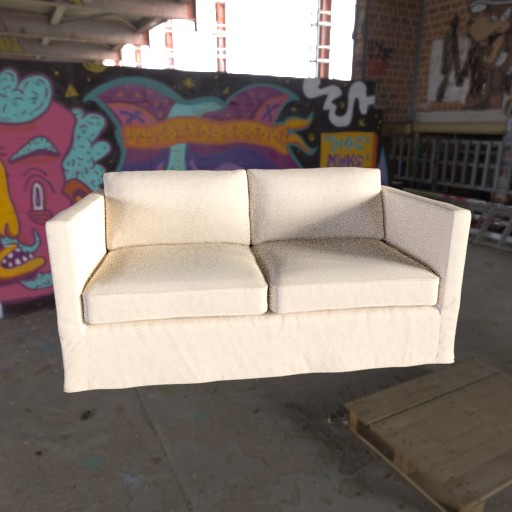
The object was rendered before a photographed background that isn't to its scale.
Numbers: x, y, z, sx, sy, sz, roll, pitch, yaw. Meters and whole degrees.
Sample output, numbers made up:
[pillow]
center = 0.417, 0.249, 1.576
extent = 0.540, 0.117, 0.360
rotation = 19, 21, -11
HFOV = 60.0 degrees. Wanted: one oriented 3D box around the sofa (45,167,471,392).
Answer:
[sofa]
center = 0.000, 0.000, 2.266
extent = 1.746, 0.834, 0.962
rotation = -2, 16, -8
